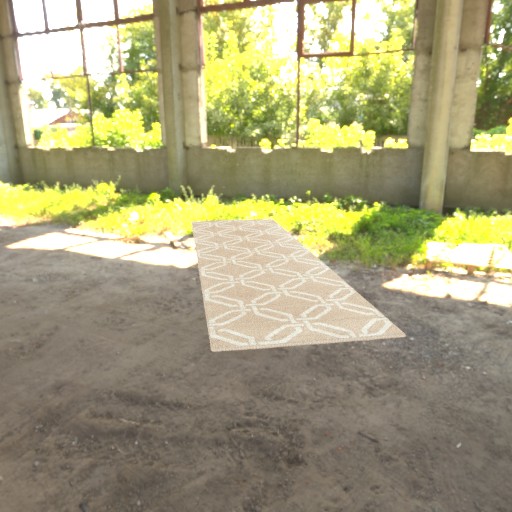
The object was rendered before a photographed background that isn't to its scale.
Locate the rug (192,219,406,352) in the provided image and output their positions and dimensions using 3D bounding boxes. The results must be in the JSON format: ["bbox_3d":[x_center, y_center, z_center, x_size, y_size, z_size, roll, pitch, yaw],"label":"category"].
[{"bbox_3d":[0.000,0.000,2.573,0.678,0.014,2.276,-3,15,-9],"label":"rug"}]
